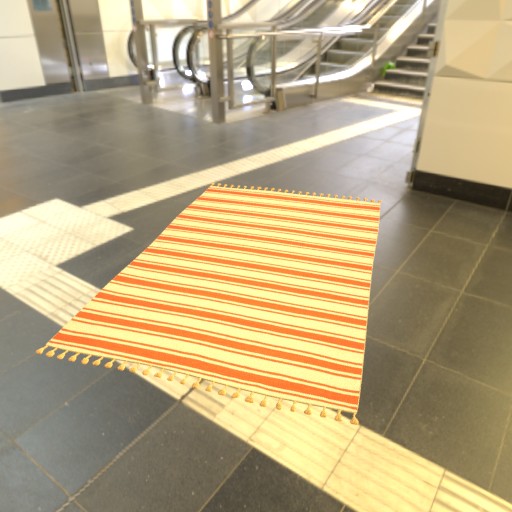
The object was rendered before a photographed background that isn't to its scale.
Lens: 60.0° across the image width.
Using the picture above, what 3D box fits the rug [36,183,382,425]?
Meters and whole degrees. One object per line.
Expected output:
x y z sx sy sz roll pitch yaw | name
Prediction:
0.000 0.000 2.985 1.556 0.022 2.433 8 31 14 | rug
